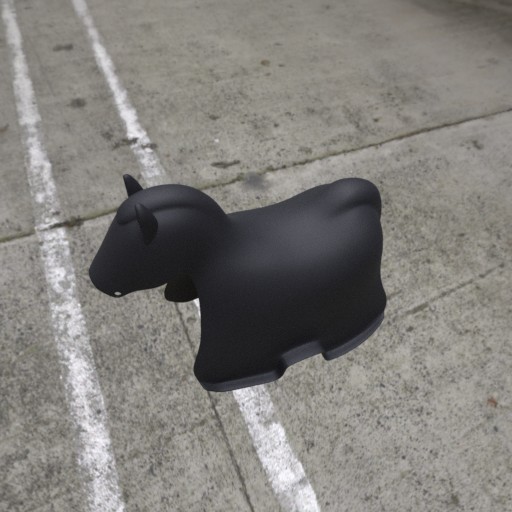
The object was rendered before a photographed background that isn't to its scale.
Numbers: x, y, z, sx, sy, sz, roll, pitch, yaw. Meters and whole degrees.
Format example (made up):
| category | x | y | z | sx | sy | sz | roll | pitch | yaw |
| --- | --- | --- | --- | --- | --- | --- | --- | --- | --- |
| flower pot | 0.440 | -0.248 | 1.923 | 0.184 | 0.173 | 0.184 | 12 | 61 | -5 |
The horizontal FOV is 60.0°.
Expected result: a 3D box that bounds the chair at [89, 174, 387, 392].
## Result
| category | x | y | z | sx | sy | sz | roll | pitch | yaw |
| --- | --- | --- | --- | --- | --- | --- | --- | --- | --- |
| chair | 0.000 | 0.000 | 1.163 | 0.800 | 0.612 | 0.429 | -18 | 49 | -16 |
